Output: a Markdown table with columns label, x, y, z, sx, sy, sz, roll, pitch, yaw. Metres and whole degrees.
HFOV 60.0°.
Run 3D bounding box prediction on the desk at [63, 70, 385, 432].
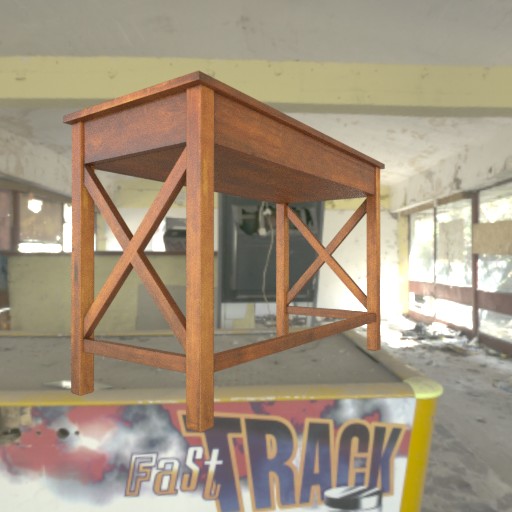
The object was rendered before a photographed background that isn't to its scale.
| label | x | y | z | sx | sy | sz | roll | pitch | yaw |
| --- | --- | --- | --- | --- | --- | --- | --- | --- | --- |
| desk | 0.000 | 0.000 | 1.519 | 0.508 | 0.762 | 1.117 | 0 | -1 | 36 |
